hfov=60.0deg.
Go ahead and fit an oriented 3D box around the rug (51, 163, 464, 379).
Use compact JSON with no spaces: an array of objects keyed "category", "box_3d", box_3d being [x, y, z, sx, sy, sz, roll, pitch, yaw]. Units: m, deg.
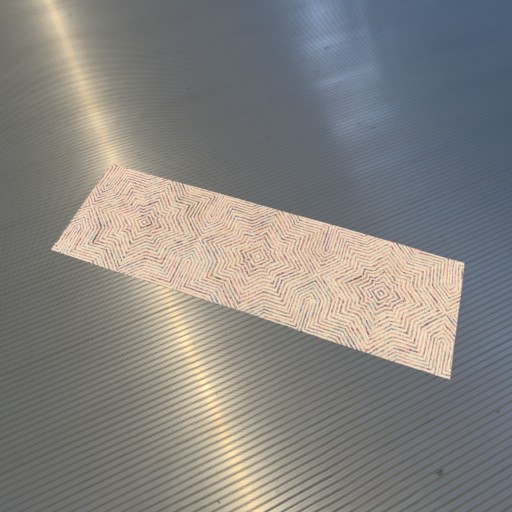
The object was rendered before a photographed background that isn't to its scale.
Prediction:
[{"category":"rug","box_3d":[0.000,0.000,2.738,2.443,0.009,0.771,17,60,10]}]
